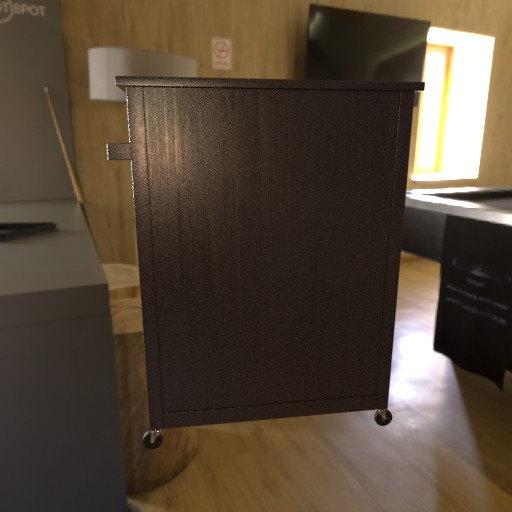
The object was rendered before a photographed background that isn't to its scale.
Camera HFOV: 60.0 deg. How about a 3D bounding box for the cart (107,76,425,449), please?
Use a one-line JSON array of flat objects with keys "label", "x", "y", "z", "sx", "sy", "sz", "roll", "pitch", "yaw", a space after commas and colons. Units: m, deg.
[{"label": "cart", "x": 0.000, "y": 0.000, "z": 1.248, "sx": 0.690, "sy": 0.878, "sz": 0.449, "roll": -2, "pitch": 15, "yaw": -8}]
